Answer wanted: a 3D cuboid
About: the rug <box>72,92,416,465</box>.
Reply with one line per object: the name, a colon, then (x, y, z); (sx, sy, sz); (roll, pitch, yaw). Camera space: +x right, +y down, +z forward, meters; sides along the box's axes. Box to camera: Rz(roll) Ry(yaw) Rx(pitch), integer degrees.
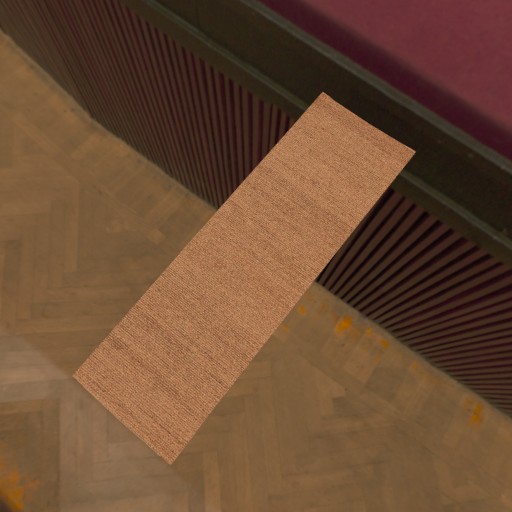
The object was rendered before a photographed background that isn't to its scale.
rug: (0.000, 0.000, 2.678); (0.741, 0.014, 2.390); (38, 78, 10)
